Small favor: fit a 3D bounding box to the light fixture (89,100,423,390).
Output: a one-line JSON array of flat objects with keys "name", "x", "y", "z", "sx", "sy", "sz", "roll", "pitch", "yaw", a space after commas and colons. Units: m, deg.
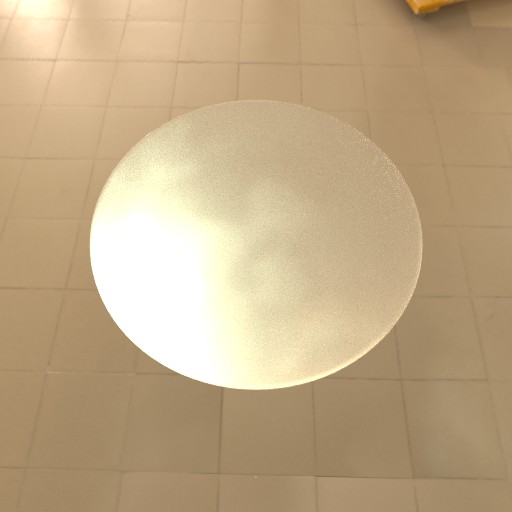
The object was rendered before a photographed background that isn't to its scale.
[{"name": "light fixture", "x": 0.000, "y": 0.000, "z": 0.437, "sx": 0.280, "sy": 0.135, "sz": 0.280, "roll": 0, "pitch": 64, "yaw": 0}]
